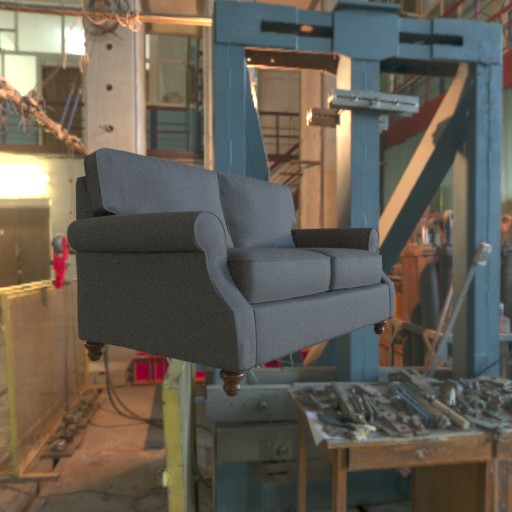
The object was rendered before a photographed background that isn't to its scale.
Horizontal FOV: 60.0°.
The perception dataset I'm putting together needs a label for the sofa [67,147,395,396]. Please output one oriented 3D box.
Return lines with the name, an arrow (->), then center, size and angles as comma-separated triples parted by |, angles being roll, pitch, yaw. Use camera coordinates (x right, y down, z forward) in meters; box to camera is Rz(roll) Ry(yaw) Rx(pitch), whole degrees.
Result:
sofa -> 0.000, 0.000, 2.301 | 0.964, 0.937, 1.665 | 1, 1, 36
